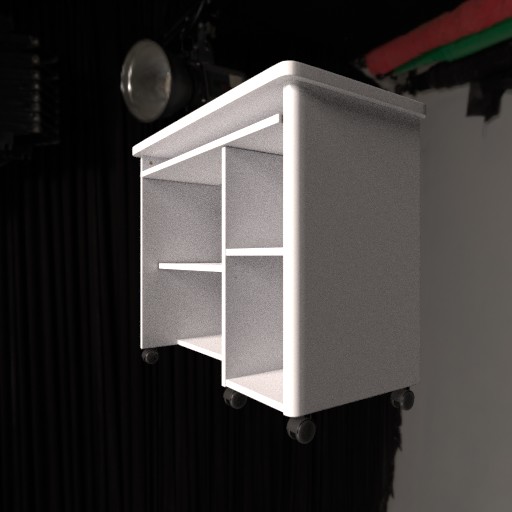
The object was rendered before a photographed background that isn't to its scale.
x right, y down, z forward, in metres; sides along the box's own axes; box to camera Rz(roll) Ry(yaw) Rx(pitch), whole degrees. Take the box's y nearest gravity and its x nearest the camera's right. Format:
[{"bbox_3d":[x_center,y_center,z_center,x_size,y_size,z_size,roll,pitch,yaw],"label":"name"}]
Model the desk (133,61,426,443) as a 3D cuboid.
[{"bbox_3d":[0.000,0.000,1.347,0.475,0.763,0.877,0,0,-35],"label":"desk"}]
